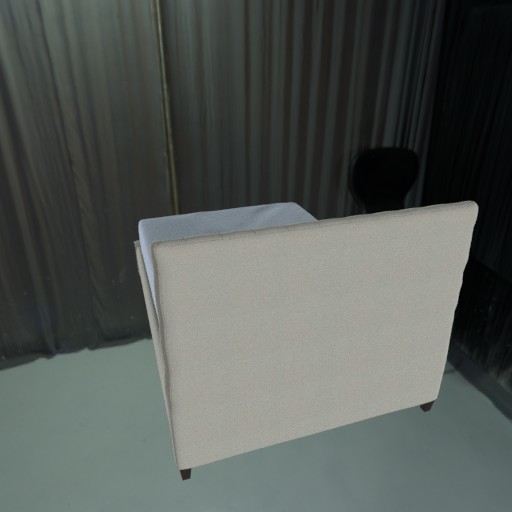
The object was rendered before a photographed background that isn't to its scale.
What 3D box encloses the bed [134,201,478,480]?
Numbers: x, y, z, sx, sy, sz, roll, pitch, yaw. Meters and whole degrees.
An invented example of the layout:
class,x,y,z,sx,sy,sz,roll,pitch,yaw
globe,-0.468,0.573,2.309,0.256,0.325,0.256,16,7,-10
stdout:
class,x,y,z,sx,sy,sz,roll,pitch,yaw
bed,0.000,0.000,3.357,1.698,1.427,2.387,-8,27,-16
